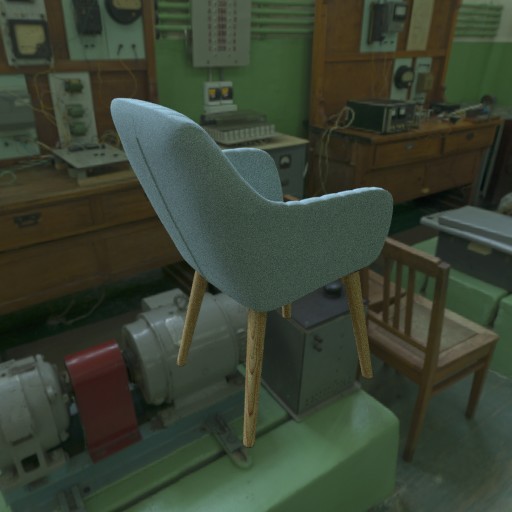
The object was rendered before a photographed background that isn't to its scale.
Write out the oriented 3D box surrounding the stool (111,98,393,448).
[{"bbox_3d":[0.000,0.000,1.190,0.590,0.830,0.503,-18,32,-31],"label":"stool"}]
